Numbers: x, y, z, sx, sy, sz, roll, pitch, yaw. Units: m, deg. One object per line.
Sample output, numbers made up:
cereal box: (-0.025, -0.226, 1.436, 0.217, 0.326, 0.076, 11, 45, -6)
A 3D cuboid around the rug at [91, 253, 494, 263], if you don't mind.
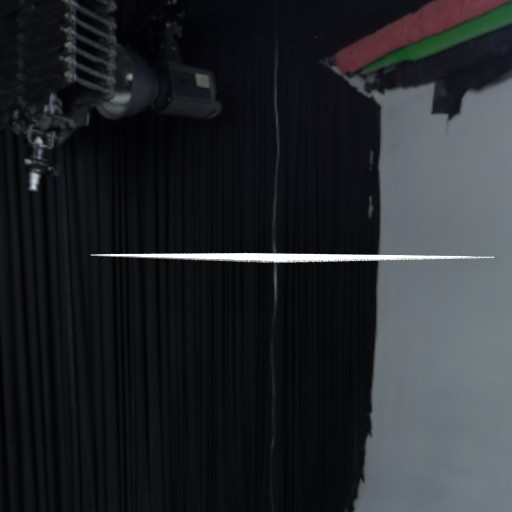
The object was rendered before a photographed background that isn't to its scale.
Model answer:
rug: (0.000, 0.000, 2.998, 1.528, 0.010, 2.440, -1, 1, -36)
